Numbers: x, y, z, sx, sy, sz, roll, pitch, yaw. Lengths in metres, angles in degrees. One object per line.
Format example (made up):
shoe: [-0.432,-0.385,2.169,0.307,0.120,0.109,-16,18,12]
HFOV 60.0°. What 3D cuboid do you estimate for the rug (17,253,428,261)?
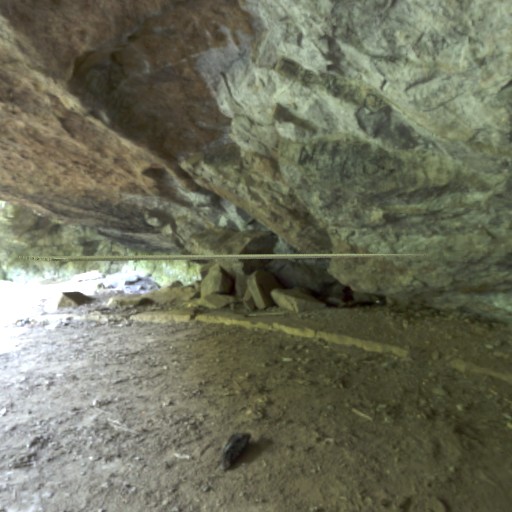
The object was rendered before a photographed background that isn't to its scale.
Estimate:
rug: [0.000,0.000,2.774,2.544,0.015,0.795,-1,1,-37]
